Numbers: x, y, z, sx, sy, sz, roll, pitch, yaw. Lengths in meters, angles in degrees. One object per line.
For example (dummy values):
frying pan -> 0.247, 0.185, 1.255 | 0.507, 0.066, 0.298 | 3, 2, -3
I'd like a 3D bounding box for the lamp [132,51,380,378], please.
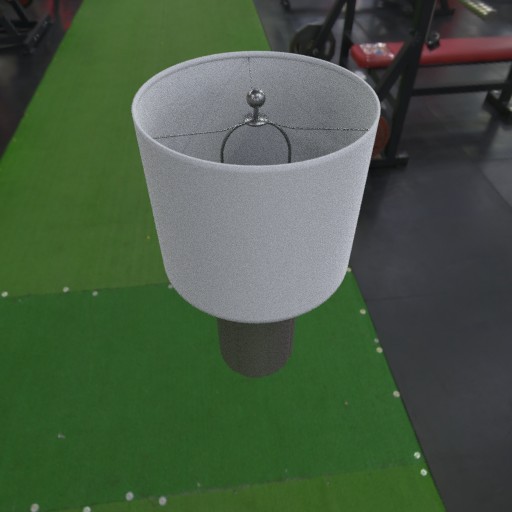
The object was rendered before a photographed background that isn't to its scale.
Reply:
lamp -> 0.000, 0.000, 0.501 | 0.203, 0.389, 0.203 | -3, 45, -3
